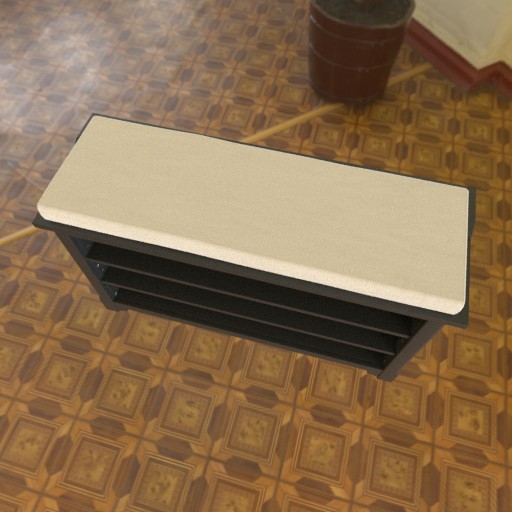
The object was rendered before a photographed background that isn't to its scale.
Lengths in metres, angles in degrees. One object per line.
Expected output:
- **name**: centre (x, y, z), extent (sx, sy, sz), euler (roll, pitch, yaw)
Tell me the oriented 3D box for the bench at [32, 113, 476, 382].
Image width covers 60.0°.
- **bench**: centre (0.000, 0.000, 1.225), extent (0.973, 0.561, 0.345), euler (13, 61, 7)
